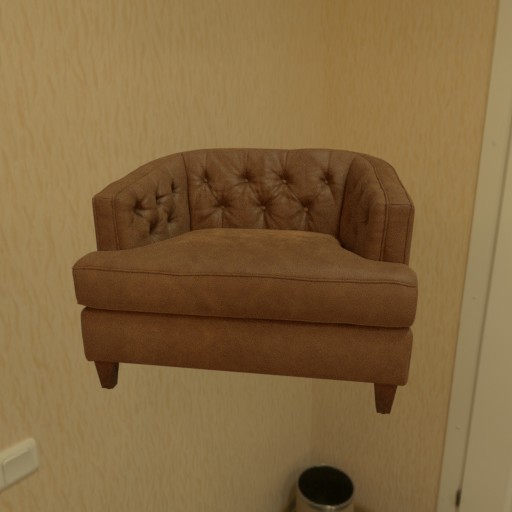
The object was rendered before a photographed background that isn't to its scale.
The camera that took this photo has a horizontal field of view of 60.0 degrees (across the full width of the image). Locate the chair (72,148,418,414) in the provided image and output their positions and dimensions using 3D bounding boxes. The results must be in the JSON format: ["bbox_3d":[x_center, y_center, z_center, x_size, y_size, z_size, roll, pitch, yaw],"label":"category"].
[{"bbox_3d":[0.000,0.000,1.795,1.119,0.836,0.911,2,15,9],"label":"chair"}]
